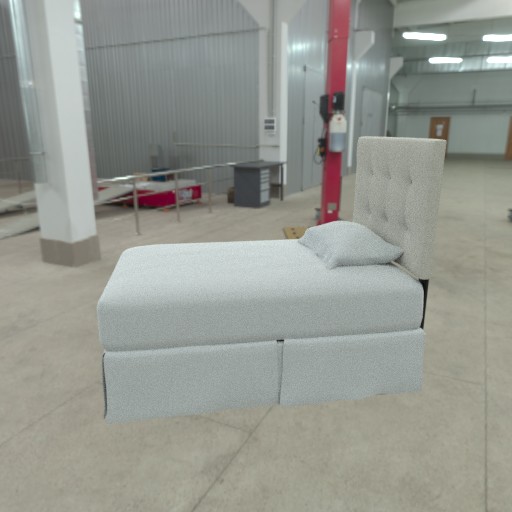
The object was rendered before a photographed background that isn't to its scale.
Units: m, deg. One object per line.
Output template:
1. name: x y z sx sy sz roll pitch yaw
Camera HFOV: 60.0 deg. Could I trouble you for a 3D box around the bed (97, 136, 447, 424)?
1. bed: 0.000 0.000 3.044 1.997 1.571 1.261 -2 16 -9
